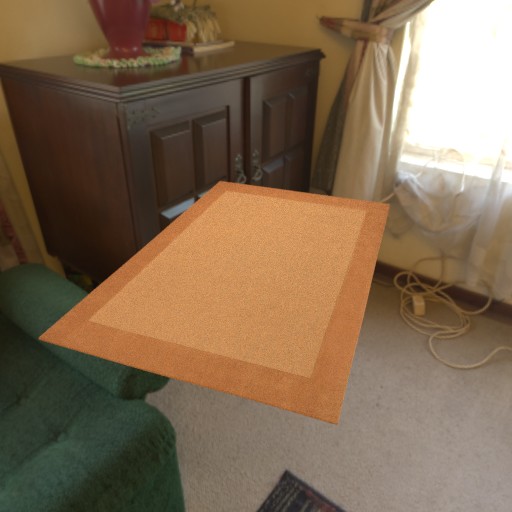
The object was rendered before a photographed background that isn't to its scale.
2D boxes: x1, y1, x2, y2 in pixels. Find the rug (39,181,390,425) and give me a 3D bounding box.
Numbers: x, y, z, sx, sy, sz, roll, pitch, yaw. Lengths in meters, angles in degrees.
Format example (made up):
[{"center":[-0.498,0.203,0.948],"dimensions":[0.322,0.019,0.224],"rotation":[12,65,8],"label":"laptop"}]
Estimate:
[{"center":[0.000,0.000,2.355],"dimensions":[1.219,0.014,1.829],"rotation":[10,32,17],"label":"rug"}]
